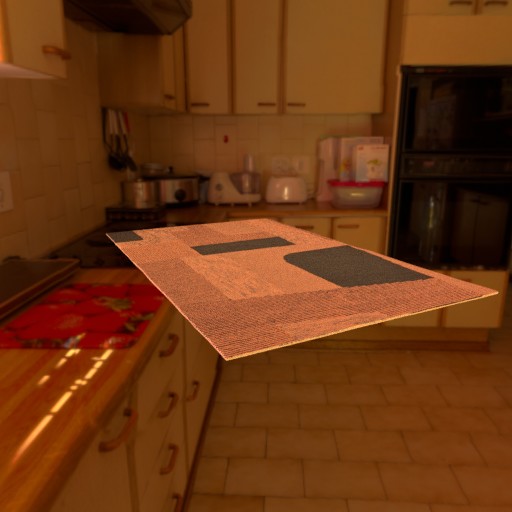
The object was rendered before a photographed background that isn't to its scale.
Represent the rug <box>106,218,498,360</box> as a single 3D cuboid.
[{"bbox_3d":[0.000,0.000,2.959,1.521,0.015,2.436,-8,17,-27],"label":"rug"}]
